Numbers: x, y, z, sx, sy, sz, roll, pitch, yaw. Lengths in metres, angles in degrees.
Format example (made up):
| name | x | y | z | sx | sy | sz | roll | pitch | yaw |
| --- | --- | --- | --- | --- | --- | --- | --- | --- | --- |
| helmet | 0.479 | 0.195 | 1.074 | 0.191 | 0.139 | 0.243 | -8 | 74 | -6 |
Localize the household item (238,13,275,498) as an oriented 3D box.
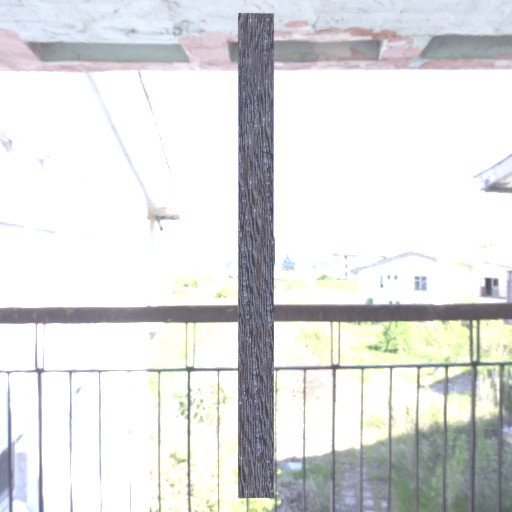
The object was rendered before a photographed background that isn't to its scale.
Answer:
| name | x | y | z | sx | sy | sz | roll | pitch | yaw |
| --- | --- | --- | --- | --- | --- | --- | --- | --- | --- |
| household item | 0.000 | 0.000 | 0.272 | 0.020 | 0.210 | 0.160 | 0 | 0 | -2 |
